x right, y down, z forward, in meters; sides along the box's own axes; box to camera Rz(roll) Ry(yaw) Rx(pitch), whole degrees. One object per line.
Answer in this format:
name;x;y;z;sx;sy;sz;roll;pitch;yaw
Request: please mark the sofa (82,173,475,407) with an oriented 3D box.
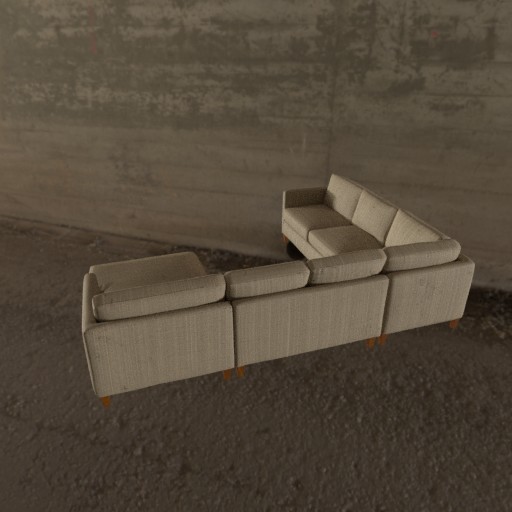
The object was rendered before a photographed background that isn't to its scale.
sofa;0.000;0.000;4.787;3.460;0.961;2.594;-8;28;-16
